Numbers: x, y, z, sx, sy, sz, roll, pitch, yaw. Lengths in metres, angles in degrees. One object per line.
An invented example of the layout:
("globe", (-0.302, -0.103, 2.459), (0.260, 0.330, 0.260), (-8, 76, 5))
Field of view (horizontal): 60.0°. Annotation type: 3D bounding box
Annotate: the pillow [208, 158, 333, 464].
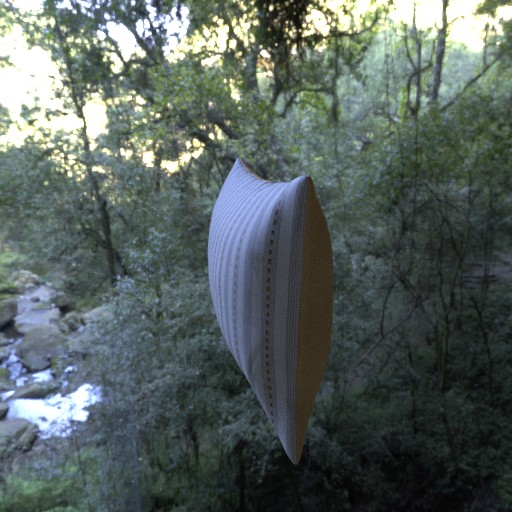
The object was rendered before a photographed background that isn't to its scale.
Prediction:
("pillow", (0.000, 0.000, 0.709), (0.151, 0.291, 0.608), (-2, 14, -8))
